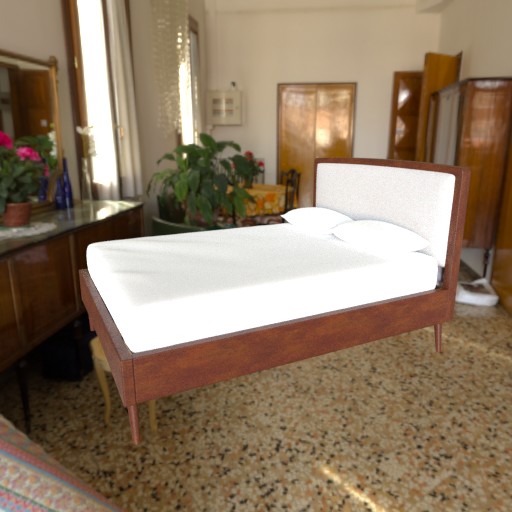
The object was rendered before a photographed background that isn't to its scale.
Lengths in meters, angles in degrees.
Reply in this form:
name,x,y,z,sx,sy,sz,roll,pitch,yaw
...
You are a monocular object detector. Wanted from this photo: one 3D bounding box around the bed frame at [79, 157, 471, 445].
name,x,y,z,sx,sy,sz,roll,pitch,yaw
bed frame,0.000,0.000,3.084,2.171,1.279,1.587,-8,17,-26
